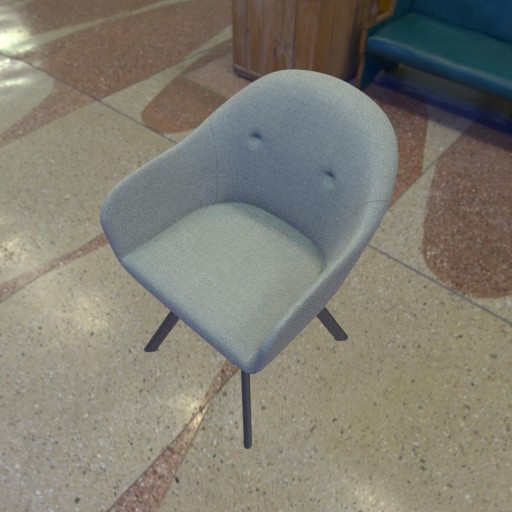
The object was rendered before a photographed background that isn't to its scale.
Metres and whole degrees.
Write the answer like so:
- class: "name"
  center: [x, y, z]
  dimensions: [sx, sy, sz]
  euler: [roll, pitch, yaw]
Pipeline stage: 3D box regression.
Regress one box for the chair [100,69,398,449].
- class: "chair"
  center: [0.000, 0.000, 1.163]
  dimensions: [0.540, 0.780, 0.570]
  euler: [34, 57, 27]
